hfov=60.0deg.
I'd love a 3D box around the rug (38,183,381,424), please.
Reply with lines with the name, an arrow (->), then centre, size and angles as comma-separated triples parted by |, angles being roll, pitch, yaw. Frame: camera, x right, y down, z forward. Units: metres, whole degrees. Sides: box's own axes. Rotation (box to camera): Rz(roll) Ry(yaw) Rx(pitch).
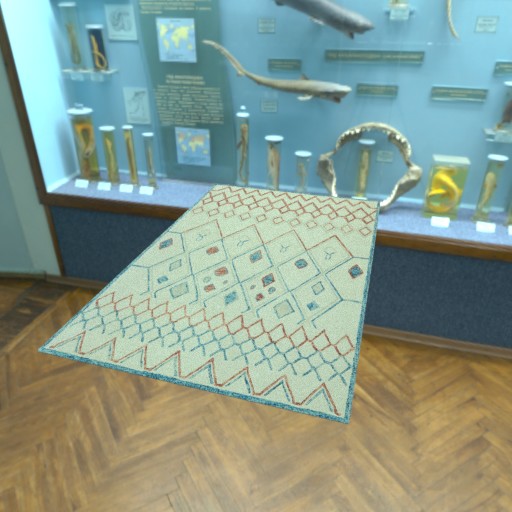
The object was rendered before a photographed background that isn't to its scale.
rug -> 0.000, 0.000, 3.012 | 1.524, 0.015, 2.438 | 8, 31, 14
